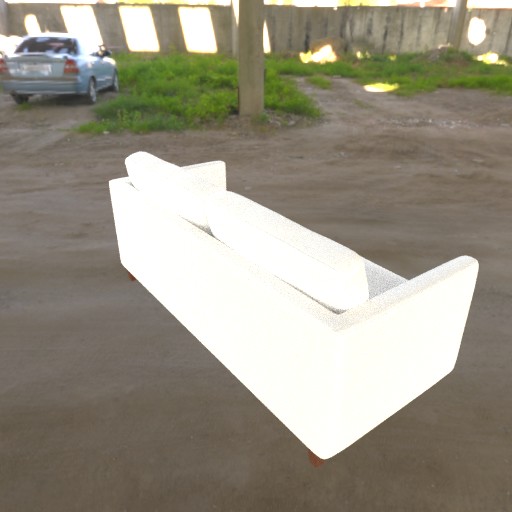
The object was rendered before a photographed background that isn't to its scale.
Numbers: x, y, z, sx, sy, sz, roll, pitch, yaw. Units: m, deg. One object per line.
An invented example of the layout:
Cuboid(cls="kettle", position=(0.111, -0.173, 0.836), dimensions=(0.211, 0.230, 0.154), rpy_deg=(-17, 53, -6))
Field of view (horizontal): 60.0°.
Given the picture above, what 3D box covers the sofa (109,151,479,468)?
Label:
Cuboid(cls="sofa", position=(0.000, 0.000, 2.559), dimensions=(0.924, 0.933, 2.139), rpy_deg=(-18, 32, -32))
